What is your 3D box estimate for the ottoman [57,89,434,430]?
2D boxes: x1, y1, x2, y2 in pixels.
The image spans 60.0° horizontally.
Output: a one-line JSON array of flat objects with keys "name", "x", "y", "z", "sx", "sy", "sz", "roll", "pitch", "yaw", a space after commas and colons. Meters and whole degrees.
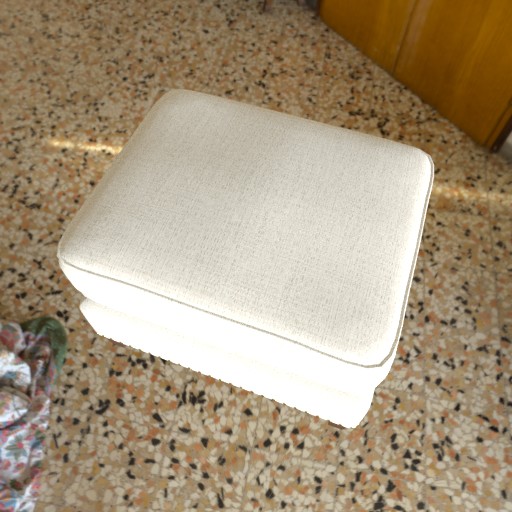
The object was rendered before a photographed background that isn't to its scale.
[{"name": "ottoman", "x": 0.000, "y": 0.000, "z": 1.142, "sx": 0.738, "sy": 0.537, "sz": 0.589, "roll": 18, "pitch": 61, "yaw": 10}]
